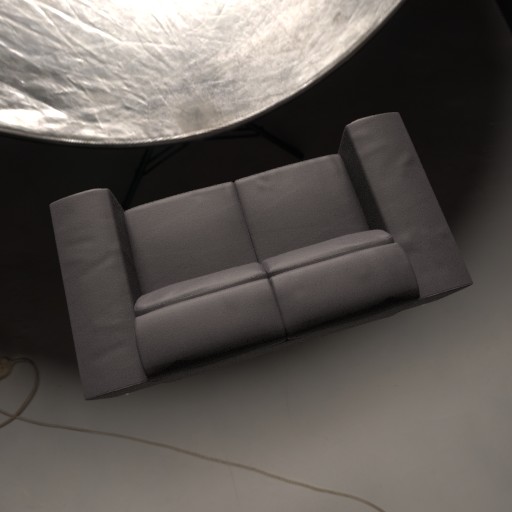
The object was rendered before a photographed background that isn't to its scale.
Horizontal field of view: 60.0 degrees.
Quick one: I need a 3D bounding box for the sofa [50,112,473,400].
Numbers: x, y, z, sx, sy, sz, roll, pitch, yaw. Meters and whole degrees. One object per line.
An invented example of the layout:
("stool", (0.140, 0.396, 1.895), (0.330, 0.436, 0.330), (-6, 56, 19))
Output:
("sofa", (0.000, 0.000, 2.377), (1.895, 0.779, 1.003), (-16, 75, -4))
